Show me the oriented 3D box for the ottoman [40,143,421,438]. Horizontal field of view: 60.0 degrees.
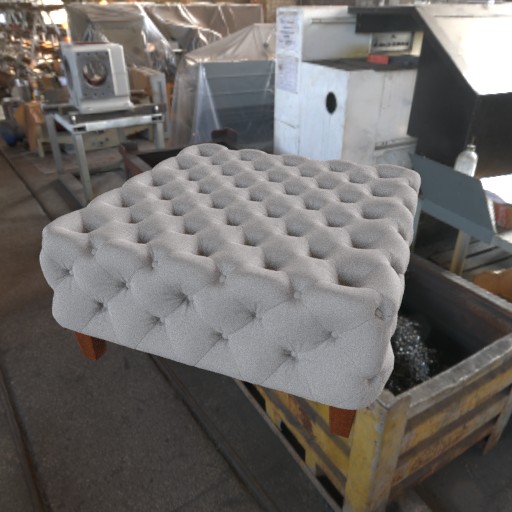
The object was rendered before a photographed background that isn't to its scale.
[{"bbox_3d":[0.000,0.000,1.166,0.764,0.365,0.758,11,32,18],"label":"ottoman"}]
